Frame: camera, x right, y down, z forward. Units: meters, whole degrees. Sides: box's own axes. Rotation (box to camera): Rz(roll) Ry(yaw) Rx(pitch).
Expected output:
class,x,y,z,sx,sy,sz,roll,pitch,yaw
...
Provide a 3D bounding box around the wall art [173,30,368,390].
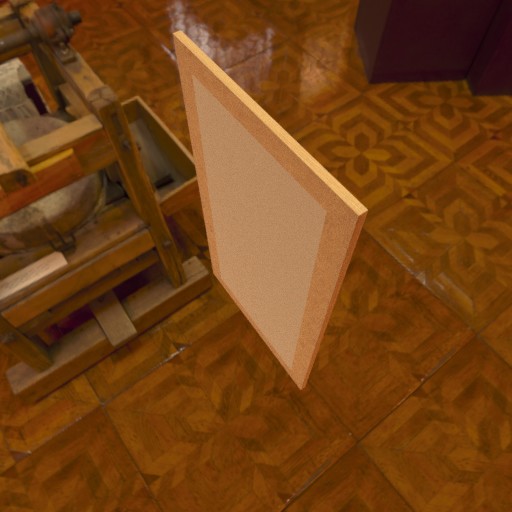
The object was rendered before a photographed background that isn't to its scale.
class,x,y,z,sx,sy,sz,roll,pitch,yaw
wall art,0.000,0.000,0.824,0.013,0.683,0.381,-31,64,-17
